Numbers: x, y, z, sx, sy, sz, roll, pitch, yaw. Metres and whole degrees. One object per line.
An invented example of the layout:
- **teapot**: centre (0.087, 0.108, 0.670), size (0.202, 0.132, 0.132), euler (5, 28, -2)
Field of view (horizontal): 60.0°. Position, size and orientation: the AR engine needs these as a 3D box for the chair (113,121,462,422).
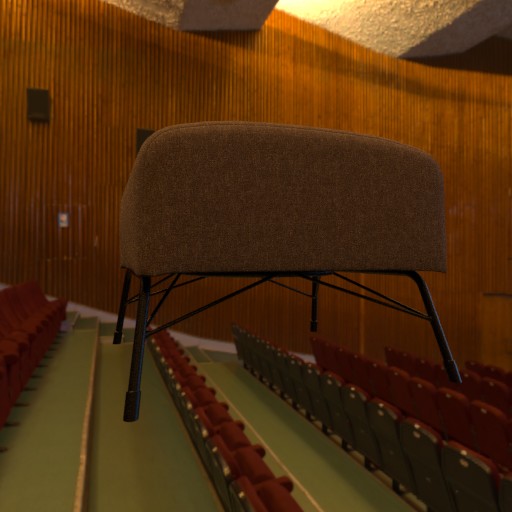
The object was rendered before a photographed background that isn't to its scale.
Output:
- **chair**: centre (0.000, 0.000, 0.881), size (0.530, 0.410, 0.530), euler (0, 0, -19)
